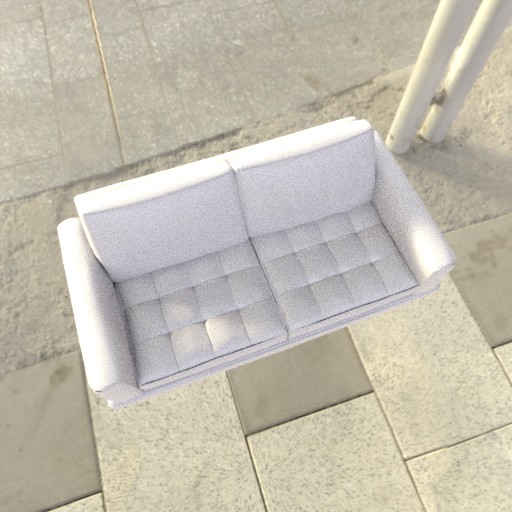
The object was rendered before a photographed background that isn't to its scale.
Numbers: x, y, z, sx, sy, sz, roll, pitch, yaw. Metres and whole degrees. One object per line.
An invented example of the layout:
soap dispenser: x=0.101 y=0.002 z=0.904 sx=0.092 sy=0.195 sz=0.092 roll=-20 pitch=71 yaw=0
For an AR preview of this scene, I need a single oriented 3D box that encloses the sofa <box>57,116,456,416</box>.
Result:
sofa: x=0.000 y=0.000 z=2.724 sx=2.177 sy=0.930 sz=1.121 roll=-18 pitch=65 yaw=-9
